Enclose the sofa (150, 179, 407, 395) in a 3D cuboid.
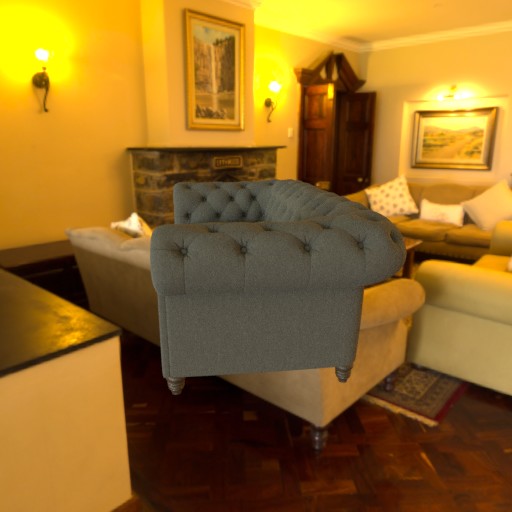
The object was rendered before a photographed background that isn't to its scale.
[{"bbox_3d":[0.000,0.000,2.555,0.986,0.764,1.998,-2,15,-7],"label":"sofa"}]
